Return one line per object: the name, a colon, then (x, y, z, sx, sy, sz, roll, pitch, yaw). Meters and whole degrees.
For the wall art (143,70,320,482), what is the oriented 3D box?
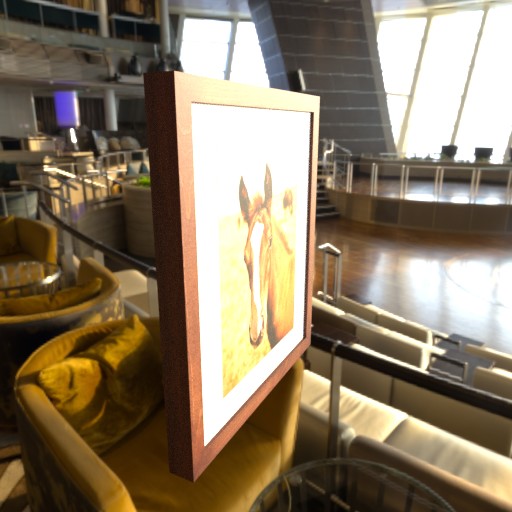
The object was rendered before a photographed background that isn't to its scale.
wall art: (0.000, 0.000, 0.536, 0.030, 0.381, 0.330, 8, 18, 26)
